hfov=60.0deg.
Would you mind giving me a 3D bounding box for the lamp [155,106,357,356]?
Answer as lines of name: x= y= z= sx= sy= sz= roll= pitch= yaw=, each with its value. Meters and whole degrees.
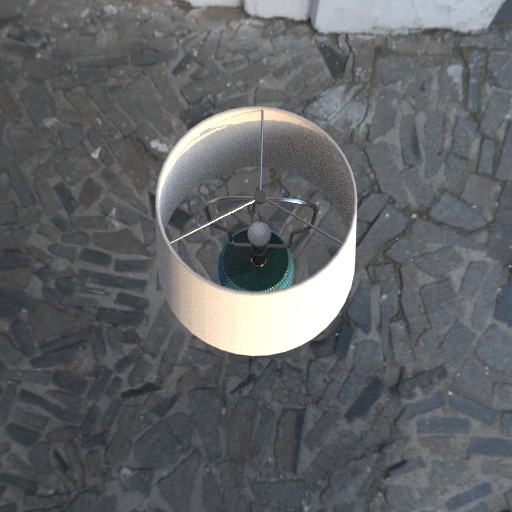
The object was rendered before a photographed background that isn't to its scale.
lamp: x=0.000 y=0.000 z=0.805 sx=0.355 sy=0.582 sz=0.355 roll=0 pitch=76 yaw=0
